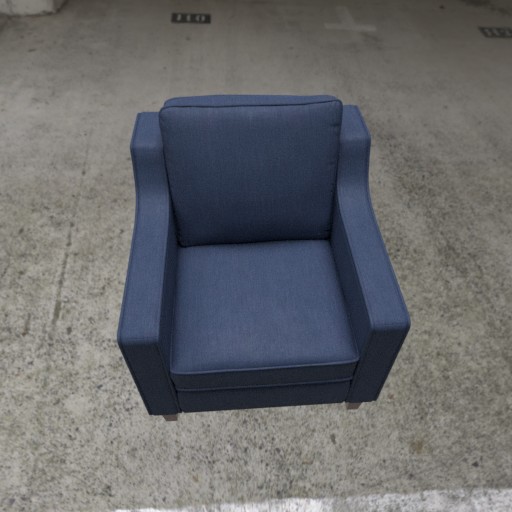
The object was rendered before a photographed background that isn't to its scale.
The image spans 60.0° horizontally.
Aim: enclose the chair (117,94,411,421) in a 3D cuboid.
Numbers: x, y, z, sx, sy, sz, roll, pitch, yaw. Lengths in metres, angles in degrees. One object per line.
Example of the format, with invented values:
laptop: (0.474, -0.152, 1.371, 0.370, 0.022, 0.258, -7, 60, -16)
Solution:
chair: (0.000, 0.000, 1.640, 0.831, 0.960, 0.909, -3, 49, -2)
